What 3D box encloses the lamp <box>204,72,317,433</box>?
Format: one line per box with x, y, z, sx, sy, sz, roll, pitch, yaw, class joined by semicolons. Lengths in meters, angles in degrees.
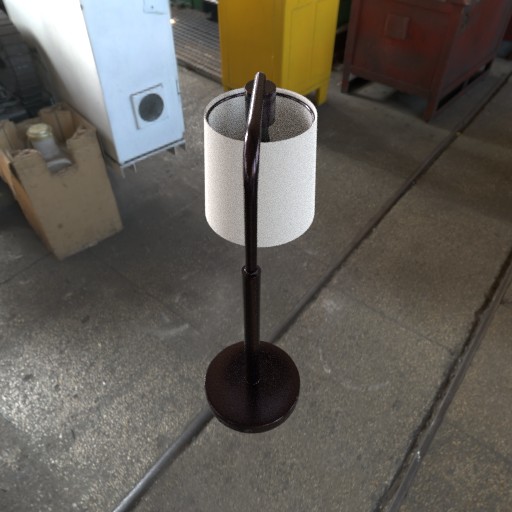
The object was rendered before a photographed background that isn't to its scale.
0.000;0.000;0.661;0.171;0.489;0.333;3;45;3;lamp
